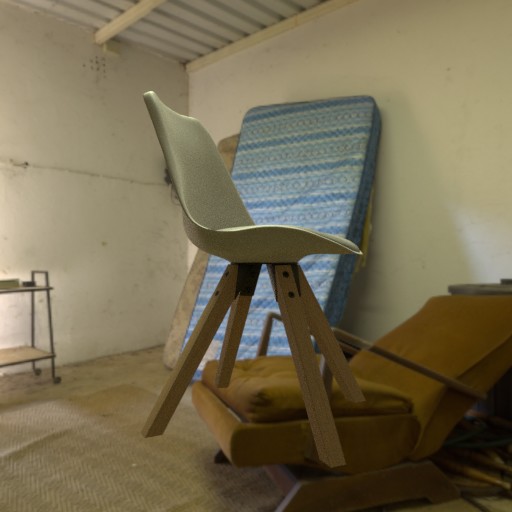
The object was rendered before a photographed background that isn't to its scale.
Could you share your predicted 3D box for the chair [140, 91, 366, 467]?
[{"bbox_3d":[0.000,0.000,1.176,0.550,0.850,0.485,0,0,19],"label":"chair"}]
